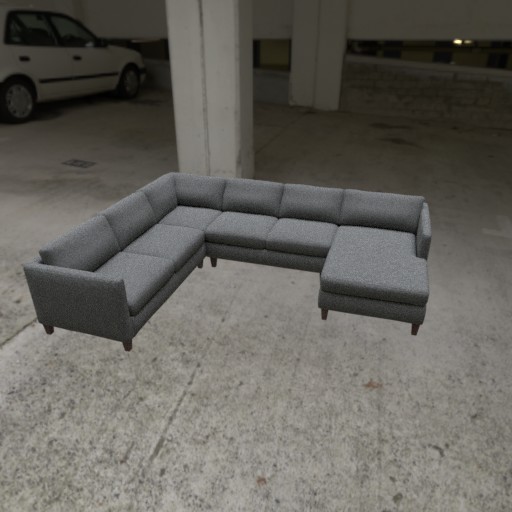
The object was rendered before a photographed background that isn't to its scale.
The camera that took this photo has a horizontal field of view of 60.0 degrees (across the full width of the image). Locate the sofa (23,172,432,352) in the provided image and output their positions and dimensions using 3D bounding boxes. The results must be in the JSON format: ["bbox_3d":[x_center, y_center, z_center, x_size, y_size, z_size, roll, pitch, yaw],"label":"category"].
[{"bbox_3d":[0.000,0.000,4.354,3.238,0.853,2.551,8,28,15],"label":"sofa"}]
